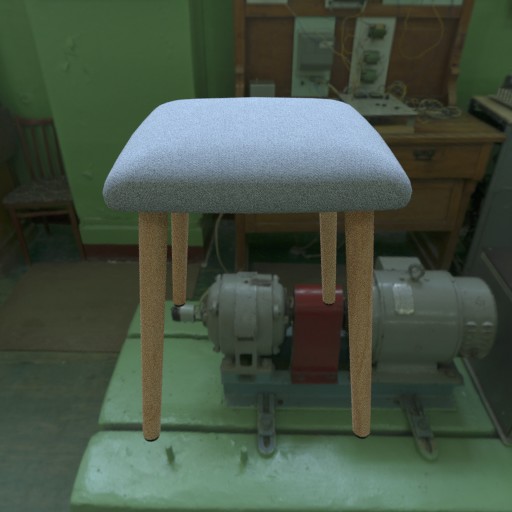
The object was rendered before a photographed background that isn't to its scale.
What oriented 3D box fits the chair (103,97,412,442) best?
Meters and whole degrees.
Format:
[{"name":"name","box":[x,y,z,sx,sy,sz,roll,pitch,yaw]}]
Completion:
[{"name":"chair","box":[0.000,0.000,0.698,0.350,0.440,0.350,0,32,-1]}]
